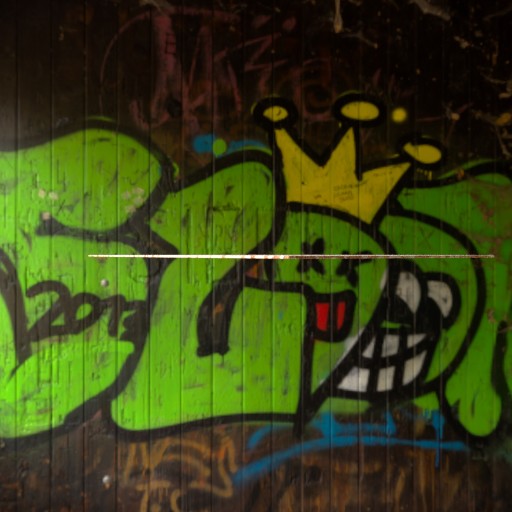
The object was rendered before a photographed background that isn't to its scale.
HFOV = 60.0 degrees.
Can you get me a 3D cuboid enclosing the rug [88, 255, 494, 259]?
[{"bbox_3d":[0.000,0.000,3.002,1.517,0.011,2.435,0,0,-37],"label":"rug"}]
